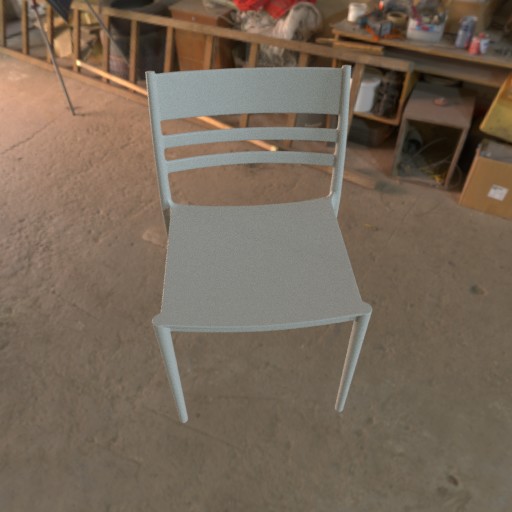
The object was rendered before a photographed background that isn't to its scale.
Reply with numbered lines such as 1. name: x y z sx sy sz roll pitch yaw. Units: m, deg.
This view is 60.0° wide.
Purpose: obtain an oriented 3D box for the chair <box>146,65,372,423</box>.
1. chair: 0.000 0.000 1.152 0.531 0.800 0.511 -3 46 -3
